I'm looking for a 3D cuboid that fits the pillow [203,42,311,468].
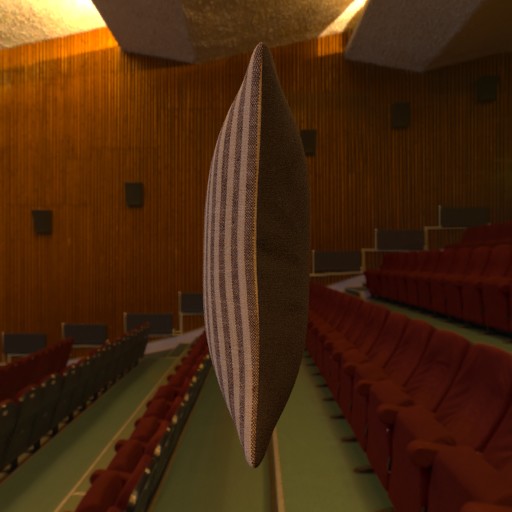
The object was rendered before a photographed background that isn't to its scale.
[{"bbox_3d":[0.000,0.000,0.781,0.166,0.506,0.523,0,0,-1],"label":"pillow"}]
